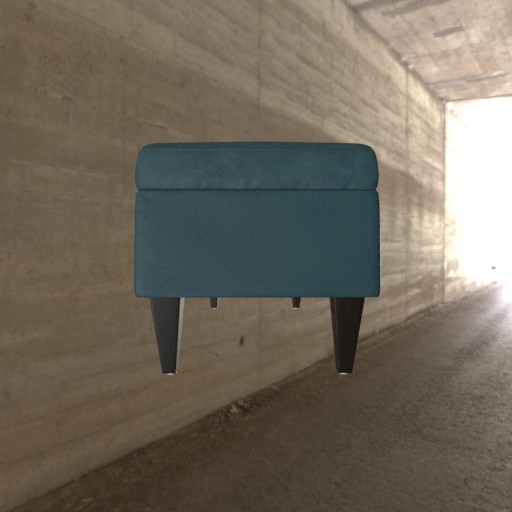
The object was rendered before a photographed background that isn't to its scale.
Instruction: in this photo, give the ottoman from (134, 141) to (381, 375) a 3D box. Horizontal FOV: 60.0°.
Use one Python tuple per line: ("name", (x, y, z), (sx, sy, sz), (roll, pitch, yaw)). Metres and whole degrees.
("ottoman", (0.000, 0.000, 1.417), (0.482, 0.469, 1.151), (0, 1, 0))
